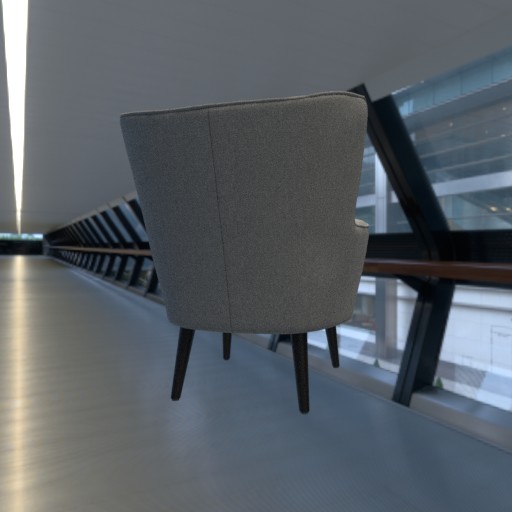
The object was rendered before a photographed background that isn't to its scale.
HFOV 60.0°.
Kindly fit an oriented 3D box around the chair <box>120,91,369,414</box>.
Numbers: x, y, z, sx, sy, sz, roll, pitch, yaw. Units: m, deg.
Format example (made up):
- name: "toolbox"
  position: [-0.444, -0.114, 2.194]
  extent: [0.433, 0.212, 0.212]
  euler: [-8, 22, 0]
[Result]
- name: "chair"
  position: [0.000, 0.000, 1.572]
  extent: [0.781, 0.933, 0.888]
  euler: [0, 0, 16]
